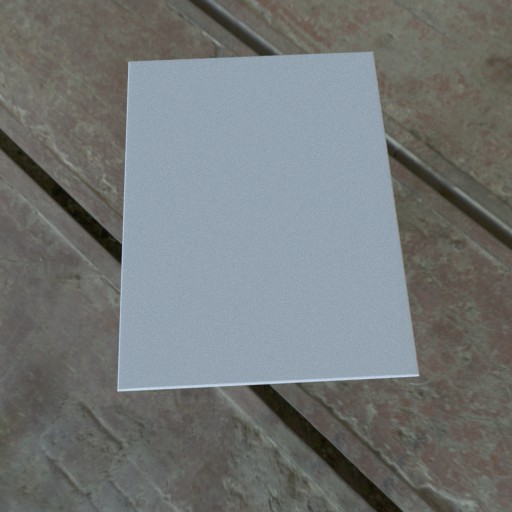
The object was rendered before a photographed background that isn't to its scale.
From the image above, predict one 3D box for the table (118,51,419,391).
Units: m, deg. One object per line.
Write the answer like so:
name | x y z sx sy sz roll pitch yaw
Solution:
table | 0.000 0.000 1.026 0.451 0.646 0.564 -3 74 -1
